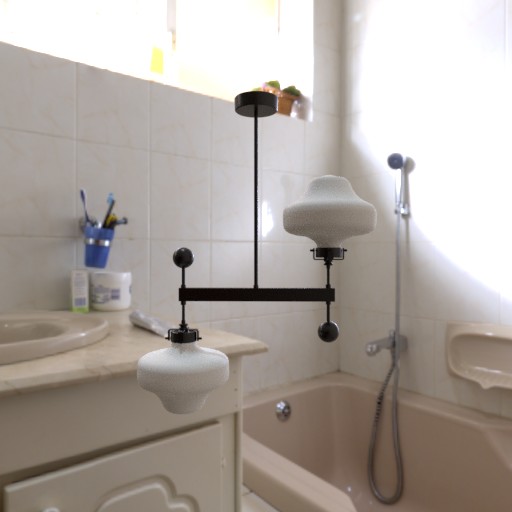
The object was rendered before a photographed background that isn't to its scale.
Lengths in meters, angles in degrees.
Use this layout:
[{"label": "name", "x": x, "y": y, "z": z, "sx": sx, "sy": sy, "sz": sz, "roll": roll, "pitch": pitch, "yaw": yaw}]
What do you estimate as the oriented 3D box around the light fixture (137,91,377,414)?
[{"label": "light fixture", "x": 0.000, "y": 0.000, "z": 1.046, "sx": 0.489, "sy": 0.743, "sz": 0.422, "roll": 0, "pitch": 0, "yaw": -35}]
